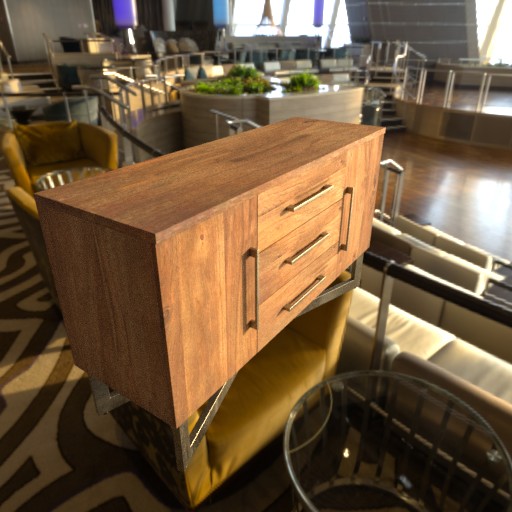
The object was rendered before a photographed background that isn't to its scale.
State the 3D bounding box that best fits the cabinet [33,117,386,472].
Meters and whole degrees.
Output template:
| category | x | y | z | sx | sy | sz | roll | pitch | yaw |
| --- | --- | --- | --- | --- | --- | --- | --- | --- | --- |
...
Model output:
| category | x | y | z | sx | sy | sz | roll | pitch | yaw |
| --- | --- | --- | --- | --- | --- | --- | --- | --- | --- |
| cabinet | 0.000 | 0.000 | 1.735 | 0.480 | 0.812 | 1.373 | 18 | 32 | 30 |
